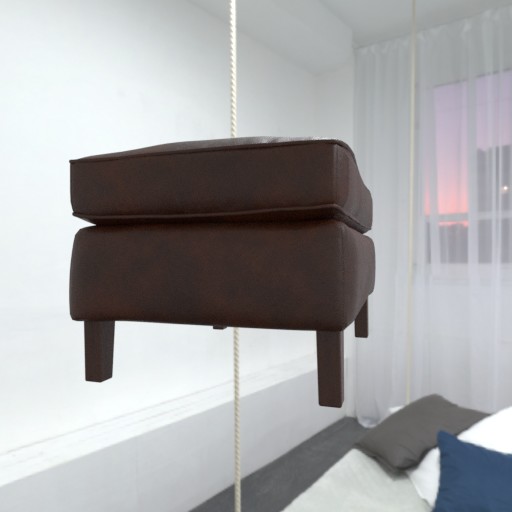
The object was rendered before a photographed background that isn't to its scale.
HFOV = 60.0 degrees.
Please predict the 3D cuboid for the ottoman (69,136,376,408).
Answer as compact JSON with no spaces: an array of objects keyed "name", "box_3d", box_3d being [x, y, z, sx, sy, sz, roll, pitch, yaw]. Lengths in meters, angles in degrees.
[{"name":"ottoman","box_3d":[0.000,0.000,0.973,0.501,0.432,0.665,0,0,18]}]
